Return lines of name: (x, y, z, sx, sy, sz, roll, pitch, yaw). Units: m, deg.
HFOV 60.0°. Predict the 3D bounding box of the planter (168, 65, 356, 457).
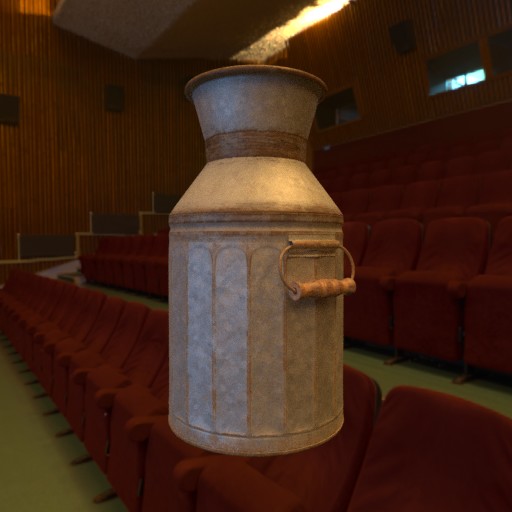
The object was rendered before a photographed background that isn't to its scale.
planter: (0.000, 0.000, 0.542, 0.214, 0.396, 0.245, -2, 3, -36)
